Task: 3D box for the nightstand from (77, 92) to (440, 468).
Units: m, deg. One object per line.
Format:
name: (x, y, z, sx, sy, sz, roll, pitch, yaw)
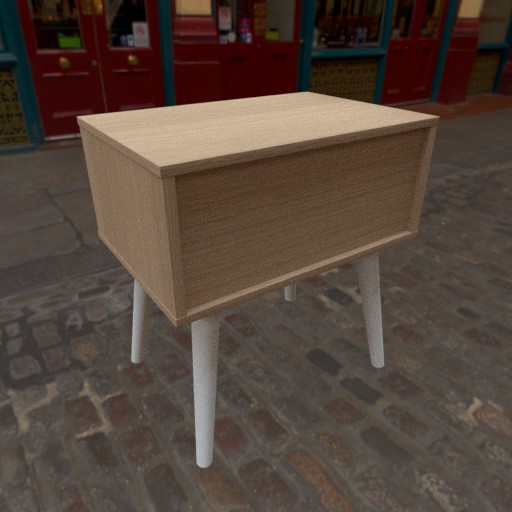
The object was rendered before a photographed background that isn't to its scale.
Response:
nightstand: (0.000, 0.000, 0.994, 0.571, 0.610, 0.407, -18, 33, -30)
